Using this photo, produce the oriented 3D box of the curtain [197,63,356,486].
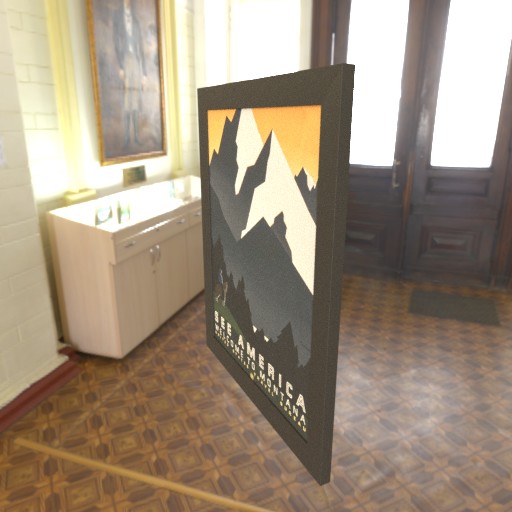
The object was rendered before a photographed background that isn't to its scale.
[{"bbox_3d":[0.000,0.000,0.790,0.027,0.585,0.483,-8,19,-25],"label":"curtain"}]
